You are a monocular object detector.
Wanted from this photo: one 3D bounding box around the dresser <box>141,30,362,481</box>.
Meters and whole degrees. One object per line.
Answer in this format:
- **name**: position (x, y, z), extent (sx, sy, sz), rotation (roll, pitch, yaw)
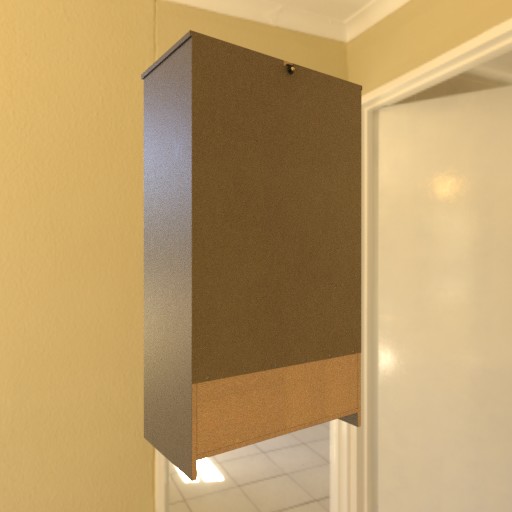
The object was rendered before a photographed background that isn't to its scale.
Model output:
- **dresser**: position (0.000, 0.000, 1.580), extent (0.704, 1.254, 0.418), rotation (0, 0, -35)
